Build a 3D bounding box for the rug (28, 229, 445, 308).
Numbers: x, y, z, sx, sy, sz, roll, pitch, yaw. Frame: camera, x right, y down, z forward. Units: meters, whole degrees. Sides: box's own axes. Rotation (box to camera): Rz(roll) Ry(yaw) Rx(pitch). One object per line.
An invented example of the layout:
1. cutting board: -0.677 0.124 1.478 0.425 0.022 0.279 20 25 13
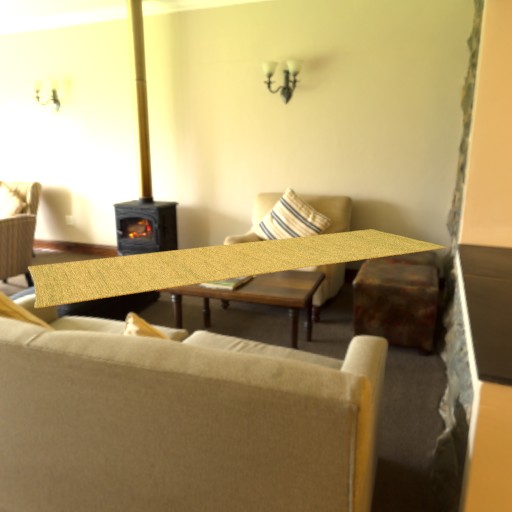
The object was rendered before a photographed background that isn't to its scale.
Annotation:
1. rug: 0.000 0.000 2.550 2.340 0.013 0.686 -7 16 -26
